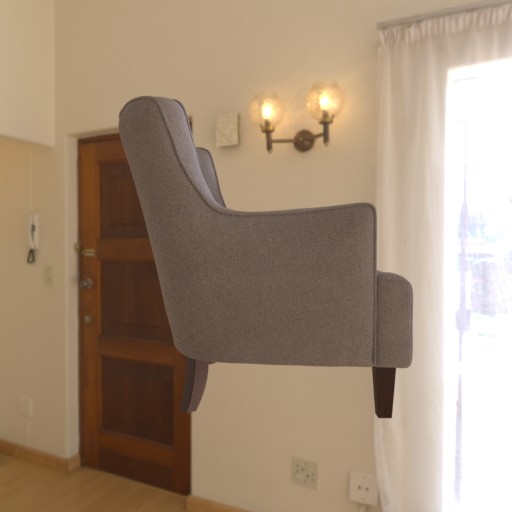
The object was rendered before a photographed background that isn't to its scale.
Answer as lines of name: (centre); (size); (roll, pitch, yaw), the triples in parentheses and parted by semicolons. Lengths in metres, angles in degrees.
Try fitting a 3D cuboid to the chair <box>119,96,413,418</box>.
chair: (0.000, 0.000, 1.594); (0.910, 0.919, 0.781); (0, 1, 1)
